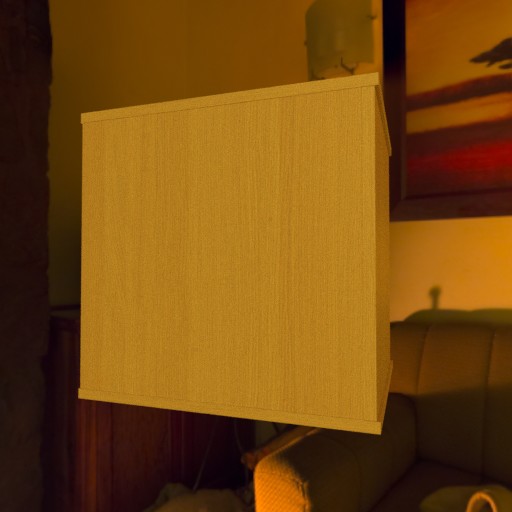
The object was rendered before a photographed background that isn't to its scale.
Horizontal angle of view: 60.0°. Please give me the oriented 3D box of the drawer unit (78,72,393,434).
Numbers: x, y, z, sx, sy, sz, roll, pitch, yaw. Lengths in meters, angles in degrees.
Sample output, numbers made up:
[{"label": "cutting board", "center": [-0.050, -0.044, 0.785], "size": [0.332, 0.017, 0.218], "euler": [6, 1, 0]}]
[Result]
[{"label": "drawer unit", "center": [0.000, 0.000, 0.614], "size": [0.349, 0.344, 0.290], "euler": [0, -1, 19]}]
